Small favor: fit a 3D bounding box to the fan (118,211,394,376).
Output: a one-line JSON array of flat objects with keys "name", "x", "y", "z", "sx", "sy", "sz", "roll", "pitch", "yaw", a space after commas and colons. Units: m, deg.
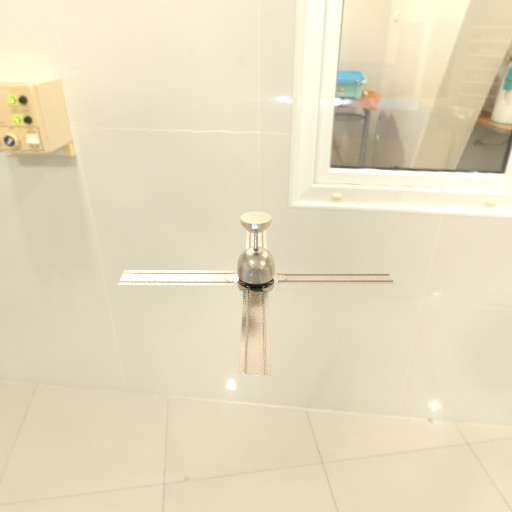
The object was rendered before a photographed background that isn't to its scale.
[{"name": "fan", "x": 0.000, "y": 0.000, "z": 2.147, "sx": 1.346, "sy": 0.406, "sz": 1.346, "roll": -1, "pitch": 29, "yaw": -1}]
